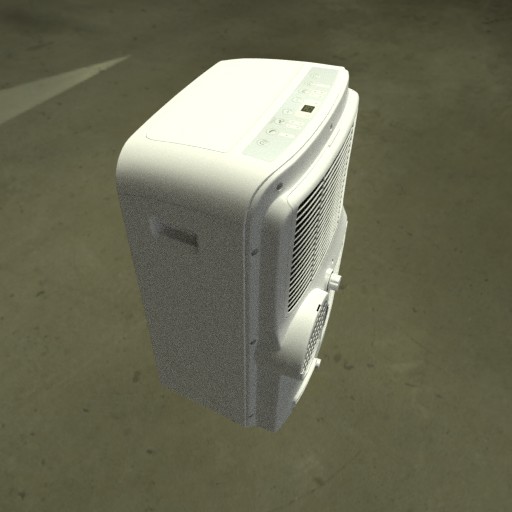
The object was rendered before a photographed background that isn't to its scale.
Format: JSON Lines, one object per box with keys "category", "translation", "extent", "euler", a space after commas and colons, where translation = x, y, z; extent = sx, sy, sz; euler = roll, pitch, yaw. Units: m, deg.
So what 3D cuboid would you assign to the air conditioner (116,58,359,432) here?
{"category": "air conditioner", "translation": [0.000, 0.000, 0.935], "extent": [0.365, 0.700, 0.454], "euler": [17, 48, 16]}
